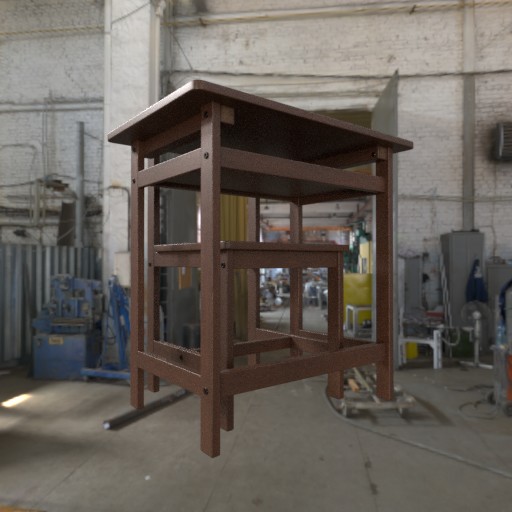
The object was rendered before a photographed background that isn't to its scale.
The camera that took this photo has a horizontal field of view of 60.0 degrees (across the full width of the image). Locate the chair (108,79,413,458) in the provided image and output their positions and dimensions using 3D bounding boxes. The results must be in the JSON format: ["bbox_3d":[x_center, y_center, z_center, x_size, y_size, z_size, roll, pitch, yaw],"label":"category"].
[{"bbox_3d":[0.000,0.000,1.043,0.599,0.673,0.463,0,-1,-38],"label":"chair"}]
